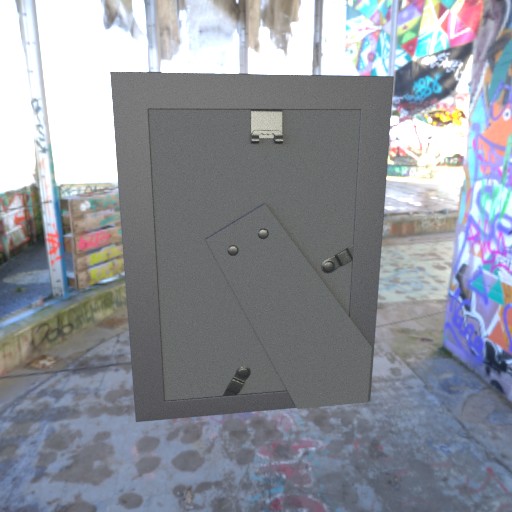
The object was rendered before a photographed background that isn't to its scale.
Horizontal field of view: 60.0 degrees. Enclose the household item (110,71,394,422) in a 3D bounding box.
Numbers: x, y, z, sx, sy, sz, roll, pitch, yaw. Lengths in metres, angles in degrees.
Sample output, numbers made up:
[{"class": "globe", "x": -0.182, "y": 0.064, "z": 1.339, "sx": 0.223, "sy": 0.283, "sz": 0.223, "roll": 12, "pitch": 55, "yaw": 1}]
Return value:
[{"class": "household item", "x": 0.000, "y": 0.000, "z": 0.233, "sx": 0.133, "sy": 0.178, "sz": 0.022, "roll": -2, "pitch": 15, "yaw": -8}]
